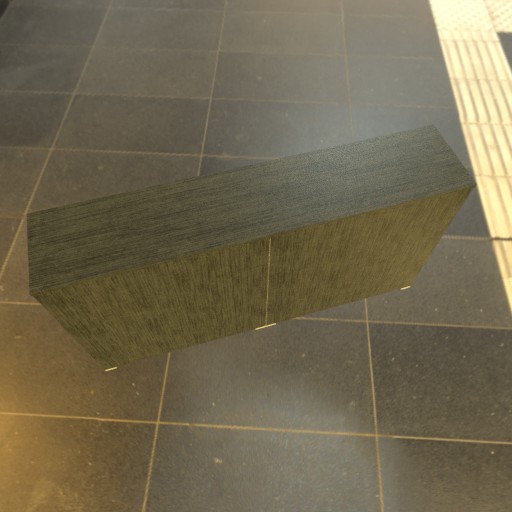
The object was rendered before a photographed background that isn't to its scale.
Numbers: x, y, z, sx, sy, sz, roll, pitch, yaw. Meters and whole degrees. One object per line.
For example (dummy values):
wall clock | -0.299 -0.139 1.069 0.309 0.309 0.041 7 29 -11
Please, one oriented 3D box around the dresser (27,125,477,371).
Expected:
dresser | 0.000 0.000 1.880 1.535 0.790 0.333 -14 60 -8
